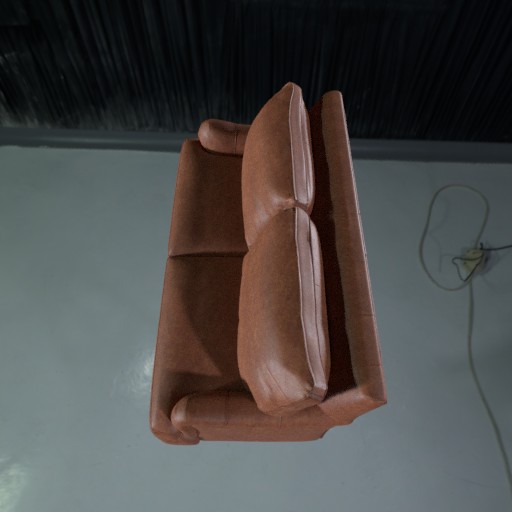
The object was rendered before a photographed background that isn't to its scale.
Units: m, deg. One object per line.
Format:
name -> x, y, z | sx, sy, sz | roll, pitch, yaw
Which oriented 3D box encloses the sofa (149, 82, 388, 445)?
sofa -> 0.000, 0.000, 2.804 | 1.147, 1.071, 2.144 | 0, 59, 0
